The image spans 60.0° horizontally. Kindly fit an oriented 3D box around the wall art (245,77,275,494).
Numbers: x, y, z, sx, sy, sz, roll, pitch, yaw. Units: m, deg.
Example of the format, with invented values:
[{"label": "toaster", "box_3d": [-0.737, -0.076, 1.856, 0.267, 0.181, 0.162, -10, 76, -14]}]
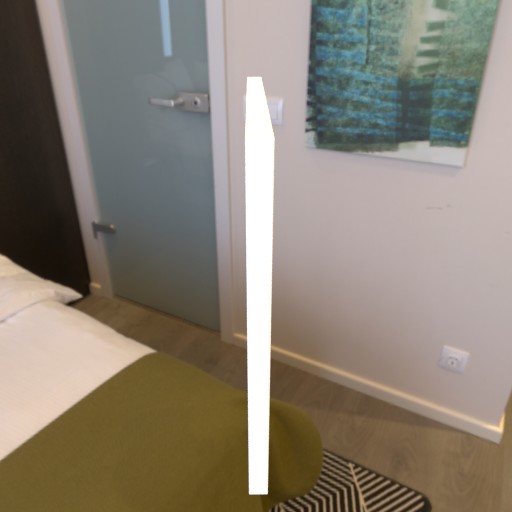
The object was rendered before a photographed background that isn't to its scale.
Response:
[{"label": "wall art", "box_3d": [0.000, 0.000, 1.115, 0.040, 0.762, 0.762, 0, 28, -1]}]
